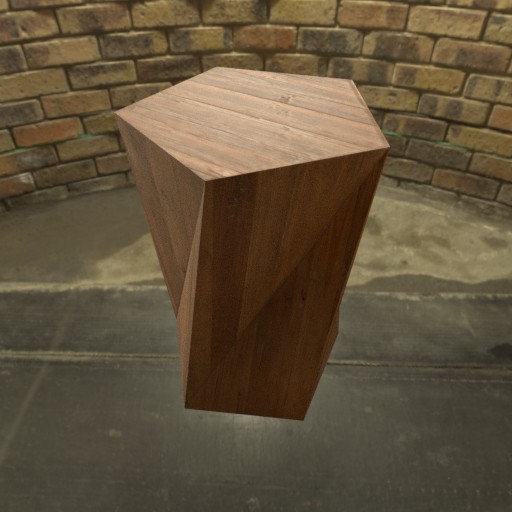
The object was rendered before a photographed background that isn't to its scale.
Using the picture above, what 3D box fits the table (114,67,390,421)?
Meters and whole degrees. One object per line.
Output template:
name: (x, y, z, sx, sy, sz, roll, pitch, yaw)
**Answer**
table: (0.000, 0.000, 0.892, 0.441, 0.604, 0.425, -26, 47, -27)
